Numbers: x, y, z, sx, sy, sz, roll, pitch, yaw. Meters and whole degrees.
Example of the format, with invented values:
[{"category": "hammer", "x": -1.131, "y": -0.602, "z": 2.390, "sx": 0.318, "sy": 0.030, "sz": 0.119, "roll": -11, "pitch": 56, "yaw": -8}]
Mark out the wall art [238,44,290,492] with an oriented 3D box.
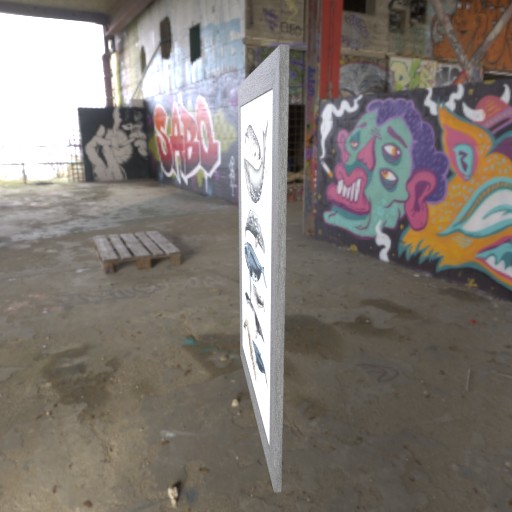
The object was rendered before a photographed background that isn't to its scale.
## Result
[{"category": "wall art", "x": 0.000, "y": 0.000, "z": 1.384, "sx": 0.020, "sy": 1.070, "sz": 0.768, "roll": -2, "pitch": 15, "yaw": -8}]
